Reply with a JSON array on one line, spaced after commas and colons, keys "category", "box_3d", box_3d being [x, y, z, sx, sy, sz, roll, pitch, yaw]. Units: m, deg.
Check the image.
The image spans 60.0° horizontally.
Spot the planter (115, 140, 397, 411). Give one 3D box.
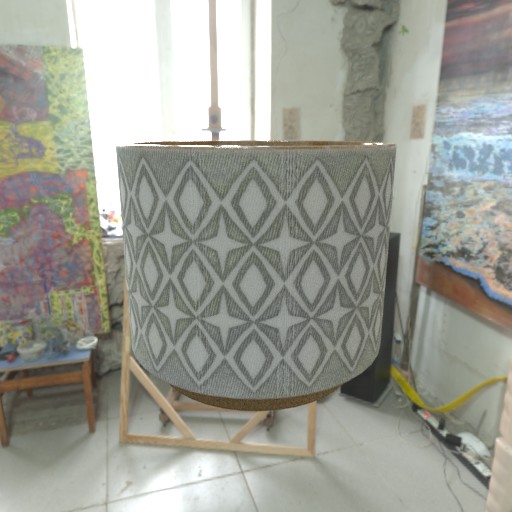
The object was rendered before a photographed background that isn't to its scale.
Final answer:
[{"category": "planter", "box_3d": [0.000, 0.000, 0.449, 0.255, 0.223, 0.255, 0, 16, 0]}]
